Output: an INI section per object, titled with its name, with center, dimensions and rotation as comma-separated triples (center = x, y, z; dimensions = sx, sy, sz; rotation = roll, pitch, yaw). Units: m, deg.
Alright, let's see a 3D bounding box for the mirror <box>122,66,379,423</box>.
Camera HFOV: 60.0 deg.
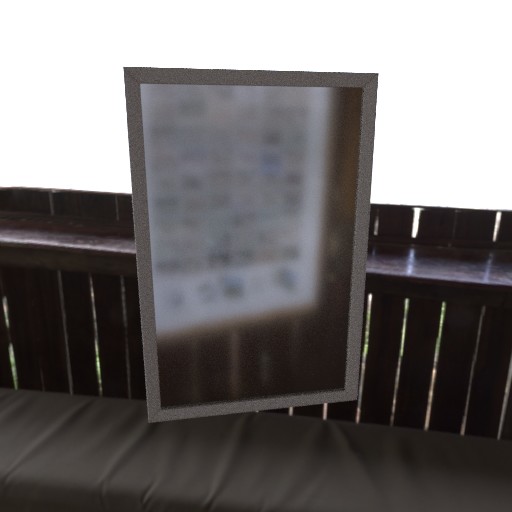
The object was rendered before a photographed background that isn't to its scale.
[mirror]
center = 0.000, 0.000, 1.175
dimensions = 0.609, 0.914, 0.041
rotation = -3, 16, -10
